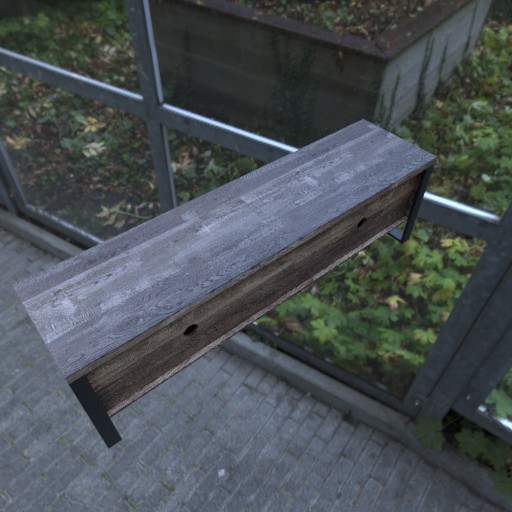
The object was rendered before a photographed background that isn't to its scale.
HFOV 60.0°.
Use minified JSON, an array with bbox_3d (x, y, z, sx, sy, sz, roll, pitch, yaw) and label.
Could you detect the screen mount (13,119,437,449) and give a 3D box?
[{"bbox_3d":[0.000,0.000,1.684,1.524,0.450,0.395,-30,53,-26],"label":"screen mount"}]
